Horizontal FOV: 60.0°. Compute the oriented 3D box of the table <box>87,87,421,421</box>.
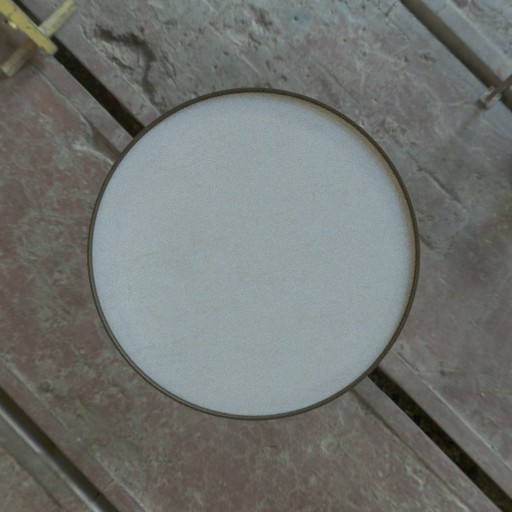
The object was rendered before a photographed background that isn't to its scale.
[{"bbox_3d":[0.000,0.000,0.919,0.480,0.565,0.480,0,89,1],"label":"table"}]
